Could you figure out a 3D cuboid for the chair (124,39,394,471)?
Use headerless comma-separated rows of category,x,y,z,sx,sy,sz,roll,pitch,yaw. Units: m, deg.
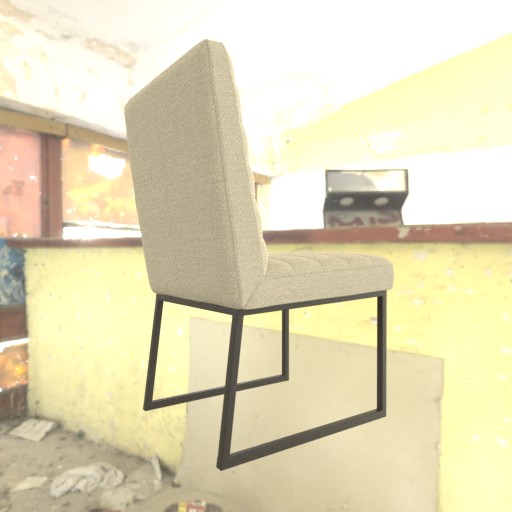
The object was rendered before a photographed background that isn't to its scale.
chair,0.000,0.000,1.295,0.634,0.930,0.520,0,1,-35
